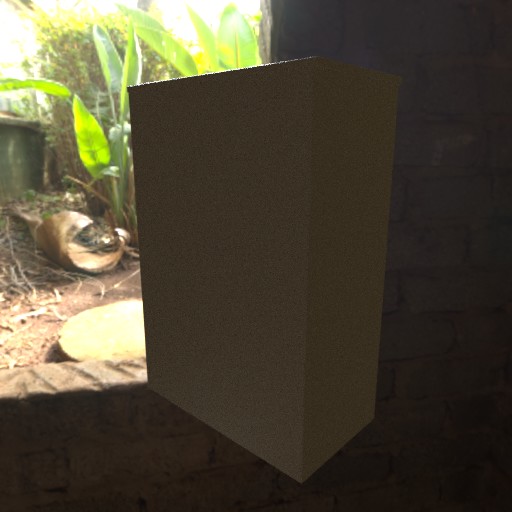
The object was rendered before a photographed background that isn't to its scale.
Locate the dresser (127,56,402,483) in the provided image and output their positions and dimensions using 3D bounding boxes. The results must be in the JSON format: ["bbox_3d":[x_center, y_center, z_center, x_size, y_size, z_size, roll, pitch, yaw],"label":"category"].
[{"bbox_3d":[0.000,0.000,1.388,0.704,1.021,0.401,13,19,41],"label":"dresser"}]
